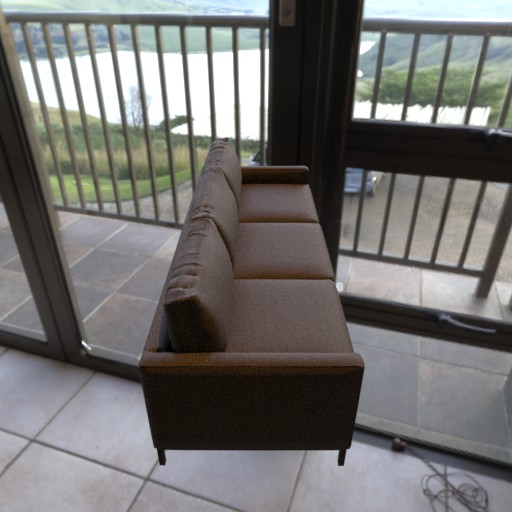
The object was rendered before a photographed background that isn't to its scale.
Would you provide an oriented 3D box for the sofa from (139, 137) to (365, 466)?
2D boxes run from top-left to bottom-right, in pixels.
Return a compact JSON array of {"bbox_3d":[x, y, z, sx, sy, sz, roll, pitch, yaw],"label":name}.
[{"bbox_3d":[0.000,0.000,2.686,0.876,0.882,2.253,0,31,0],"label":"sofa"}]
